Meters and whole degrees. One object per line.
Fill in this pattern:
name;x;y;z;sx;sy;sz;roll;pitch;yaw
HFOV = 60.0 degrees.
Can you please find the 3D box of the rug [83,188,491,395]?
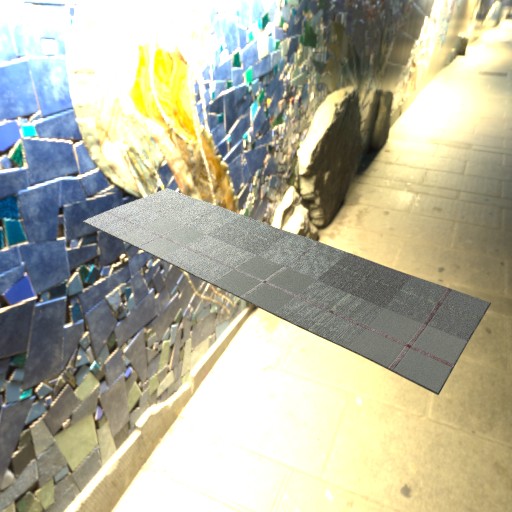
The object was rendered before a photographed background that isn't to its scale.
rug;0.000;0.000;2.643;2.439;0.013;0.762;22;37;32
